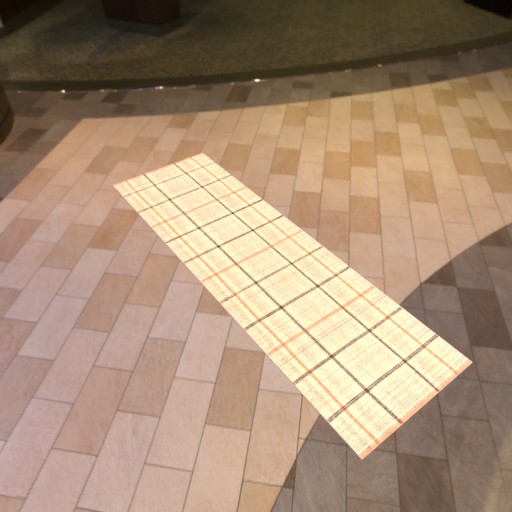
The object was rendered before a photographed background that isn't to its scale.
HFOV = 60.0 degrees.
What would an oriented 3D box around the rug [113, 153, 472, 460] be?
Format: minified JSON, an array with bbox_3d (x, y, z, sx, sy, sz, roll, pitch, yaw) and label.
[{"bbox_3d":[0.000,0.000,2.667,0.762,0.008,2.439,-27,50,-26],"label":"rug"}]
